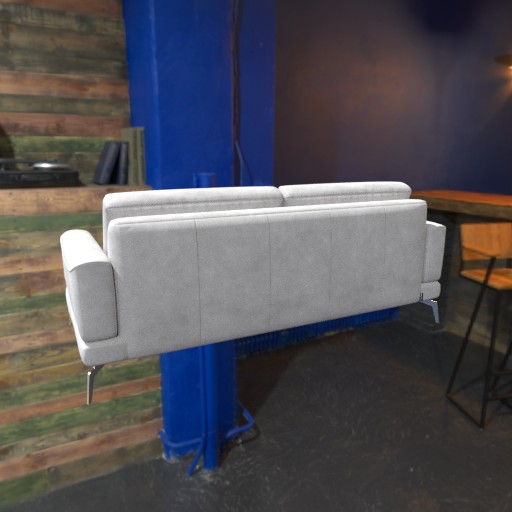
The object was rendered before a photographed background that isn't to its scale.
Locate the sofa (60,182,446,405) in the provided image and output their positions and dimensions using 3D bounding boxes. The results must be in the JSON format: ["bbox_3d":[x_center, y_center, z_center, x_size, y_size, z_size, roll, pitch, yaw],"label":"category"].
[{"bbox_3d":[0.000,0.000,2.533,2.013,0.830,0.980,-7,15,-26],"label":"sofa"}]
